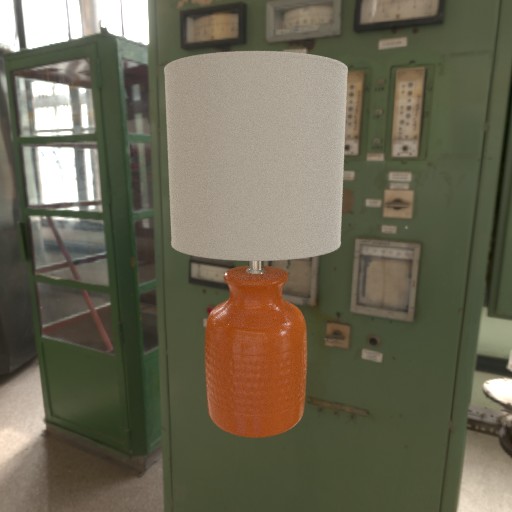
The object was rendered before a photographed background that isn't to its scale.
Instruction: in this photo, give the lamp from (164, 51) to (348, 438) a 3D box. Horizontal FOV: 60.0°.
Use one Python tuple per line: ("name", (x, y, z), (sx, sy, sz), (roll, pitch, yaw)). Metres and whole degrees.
("lamp", (0.000, 0.000, 1.120), (0.418, 0.871, 0.418), (6, 14, 27))
